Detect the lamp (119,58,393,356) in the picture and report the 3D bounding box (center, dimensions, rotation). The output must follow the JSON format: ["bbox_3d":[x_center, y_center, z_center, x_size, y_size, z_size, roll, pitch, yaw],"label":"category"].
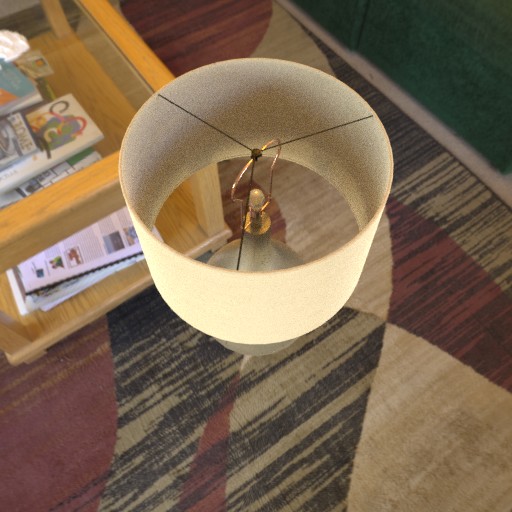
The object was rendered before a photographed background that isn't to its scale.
[{"bbox_3d":[0.000,0.000,0.730,0.330,0.521,0.330,0,63,0],"label":"lamp"}]
